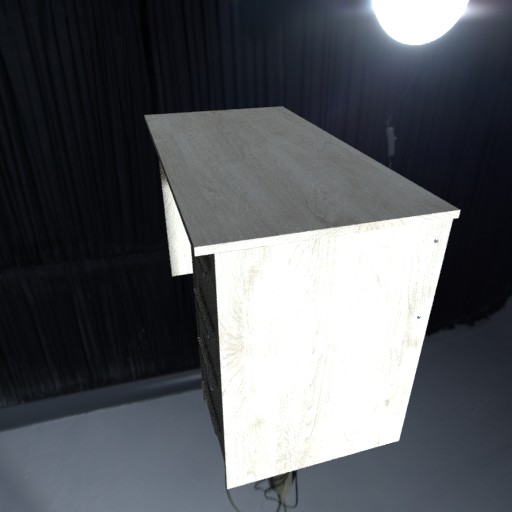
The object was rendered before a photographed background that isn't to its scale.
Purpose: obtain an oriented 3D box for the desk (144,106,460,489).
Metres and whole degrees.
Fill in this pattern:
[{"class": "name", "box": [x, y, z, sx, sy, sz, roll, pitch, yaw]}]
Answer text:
[{"class": "desk", "box": [0.000, 0.000, 1.489, 0.560, 0.730, 1.096, -9, 31, -15]}]
